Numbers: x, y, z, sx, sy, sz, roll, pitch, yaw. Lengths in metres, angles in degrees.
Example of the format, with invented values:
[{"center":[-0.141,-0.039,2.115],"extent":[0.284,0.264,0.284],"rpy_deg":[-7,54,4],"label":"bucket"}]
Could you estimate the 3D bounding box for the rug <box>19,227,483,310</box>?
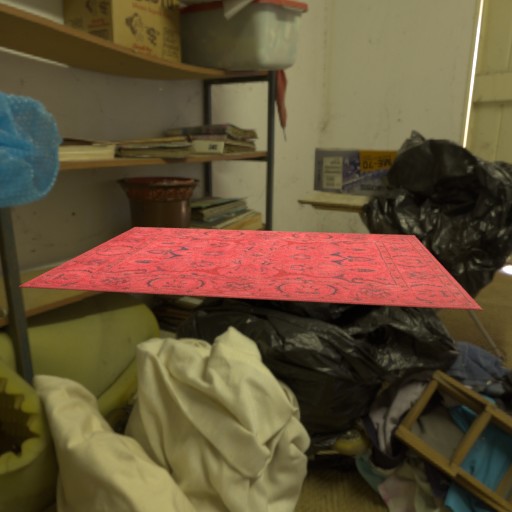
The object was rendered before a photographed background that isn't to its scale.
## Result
[{"center":[0.000,0.000,2.289],"extent":[1.814,0.008,1.209],"rpy_deg":[2,16,8],"label":"rug"}]
